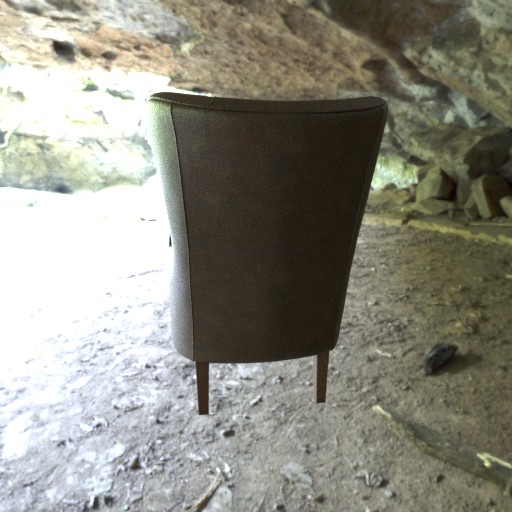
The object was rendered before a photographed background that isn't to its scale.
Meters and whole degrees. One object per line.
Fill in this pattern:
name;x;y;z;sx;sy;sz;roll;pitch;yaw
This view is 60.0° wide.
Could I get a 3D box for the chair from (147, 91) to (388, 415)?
chair;0.000;0.000;1.605;0.692;1.048;0.914;-2;14;-10
